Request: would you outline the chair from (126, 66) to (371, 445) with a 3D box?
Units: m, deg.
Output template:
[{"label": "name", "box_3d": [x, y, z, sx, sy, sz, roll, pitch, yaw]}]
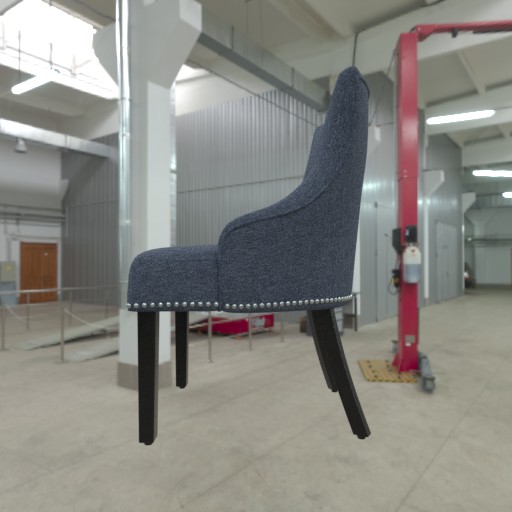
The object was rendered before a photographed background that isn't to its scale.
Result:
[{"label": "chair", "box_3d": [0.000, 0.000, 1.302, 0.629, 0.909, 0.566, 0, -1, 0]}]
